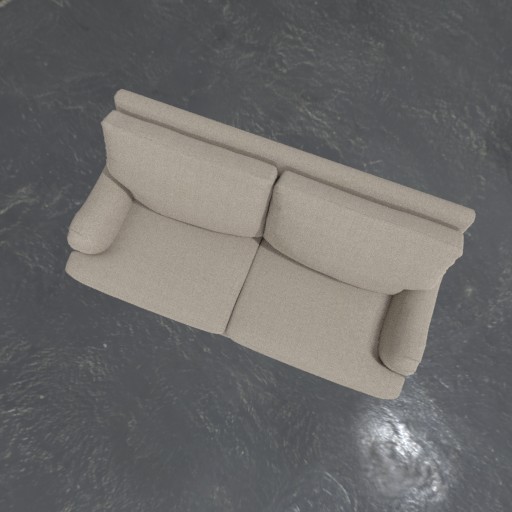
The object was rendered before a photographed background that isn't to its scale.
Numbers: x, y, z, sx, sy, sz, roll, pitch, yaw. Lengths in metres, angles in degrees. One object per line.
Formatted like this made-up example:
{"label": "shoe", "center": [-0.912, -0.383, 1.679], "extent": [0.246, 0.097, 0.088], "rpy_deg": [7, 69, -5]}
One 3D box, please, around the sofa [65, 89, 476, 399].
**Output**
{"label": "sofa", "center": [0.000, 0.000, 2.747], "extent": [2.160, 1.054, 1.087], "rpy_deg": [20, 77, 5]}
